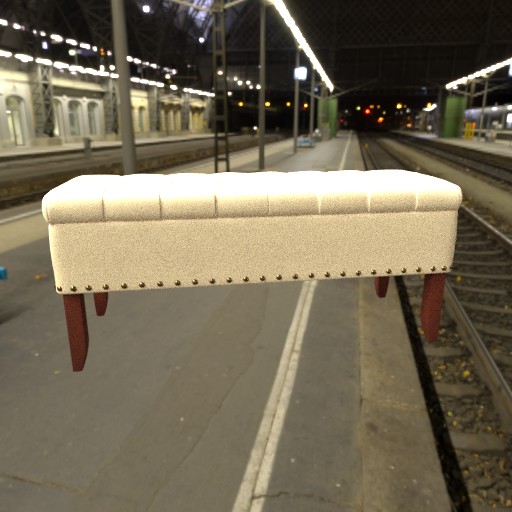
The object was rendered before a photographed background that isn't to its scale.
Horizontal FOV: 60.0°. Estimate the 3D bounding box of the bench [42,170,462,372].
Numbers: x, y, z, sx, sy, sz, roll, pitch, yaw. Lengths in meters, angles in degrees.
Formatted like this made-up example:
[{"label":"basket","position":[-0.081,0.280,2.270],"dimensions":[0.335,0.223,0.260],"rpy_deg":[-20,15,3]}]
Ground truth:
[{"label":"bench","position":[0.000,0.000,1.315],"dimensions":[1.054,0.470,0.400],"rpy_deg":[-3,17,-9]}]
